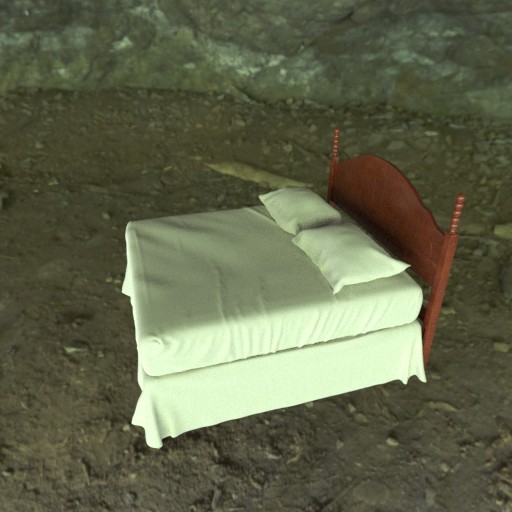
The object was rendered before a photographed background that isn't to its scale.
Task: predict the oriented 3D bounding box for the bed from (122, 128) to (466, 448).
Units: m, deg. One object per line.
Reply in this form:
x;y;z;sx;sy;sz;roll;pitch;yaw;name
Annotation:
0.000;0.000;3.269;2.040;1.356;1.873;-9;31;-15;bed
